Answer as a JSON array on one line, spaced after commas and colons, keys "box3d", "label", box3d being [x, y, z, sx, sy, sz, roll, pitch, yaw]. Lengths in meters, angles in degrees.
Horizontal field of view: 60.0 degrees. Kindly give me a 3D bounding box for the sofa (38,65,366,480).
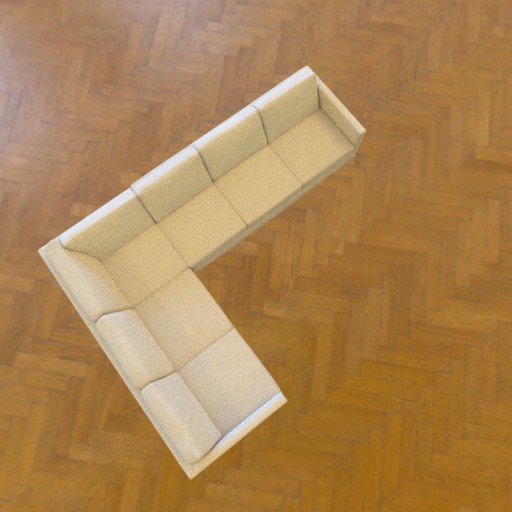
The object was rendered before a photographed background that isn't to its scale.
[{"box3d": [0.000, 0.000, 4.258, 3.182, 0.863, 2.432, -37, 79, -8], "label": "sofa"}]
